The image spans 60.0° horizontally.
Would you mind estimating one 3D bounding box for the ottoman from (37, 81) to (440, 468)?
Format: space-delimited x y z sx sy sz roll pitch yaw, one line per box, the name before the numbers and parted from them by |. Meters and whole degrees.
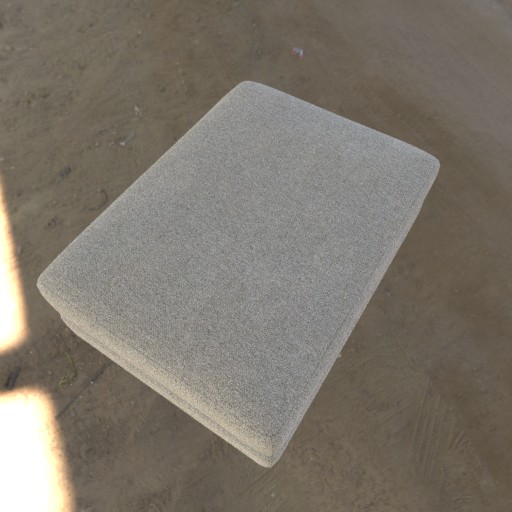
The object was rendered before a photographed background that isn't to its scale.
ottoman | 0.000 0.000 1.166 0.611 0.441 0.821 29 62 17
